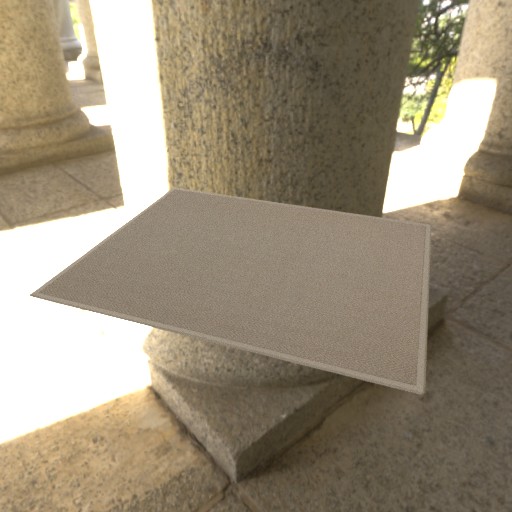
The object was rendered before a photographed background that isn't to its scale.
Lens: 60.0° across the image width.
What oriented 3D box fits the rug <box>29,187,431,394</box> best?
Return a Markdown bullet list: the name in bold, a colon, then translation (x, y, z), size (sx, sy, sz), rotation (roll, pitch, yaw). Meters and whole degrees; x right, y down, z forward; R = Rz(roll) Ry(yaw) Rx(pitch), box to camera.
- **rug**: translation (0.000, 0.000, 4.116), size (3.051, 0.020, 2.407), rotation (10, 33, 17)
